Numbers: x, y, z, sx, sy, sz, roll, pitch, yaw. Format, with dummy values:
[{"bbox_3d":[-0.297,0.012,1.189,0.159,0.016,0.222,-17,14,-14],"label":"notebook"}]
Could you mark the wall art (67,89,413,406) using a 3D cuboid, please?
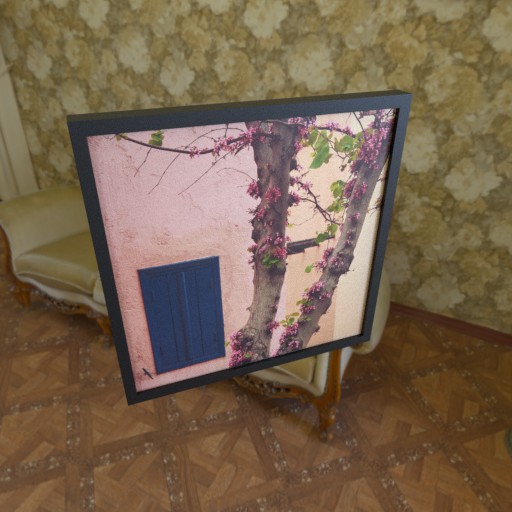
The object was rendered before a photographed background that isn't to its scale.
[{"bbox_3d":[0.000,0.000,0.763,0.508,0.508,0.038,-11,32,-17],"label":"wall art"}]
